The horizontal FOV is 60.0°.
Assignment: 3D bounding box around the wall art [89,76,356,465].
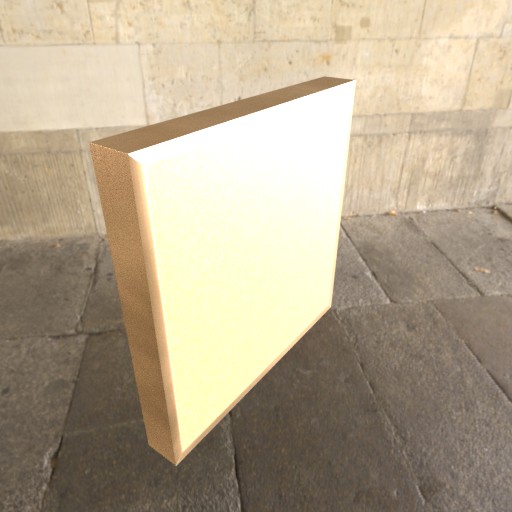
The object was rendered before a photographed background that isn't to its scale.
[{"bbox_3d":[0.000,0.000,0.455,0.038,0.303,0.305,21,37,31],"label":"wall art"}]
